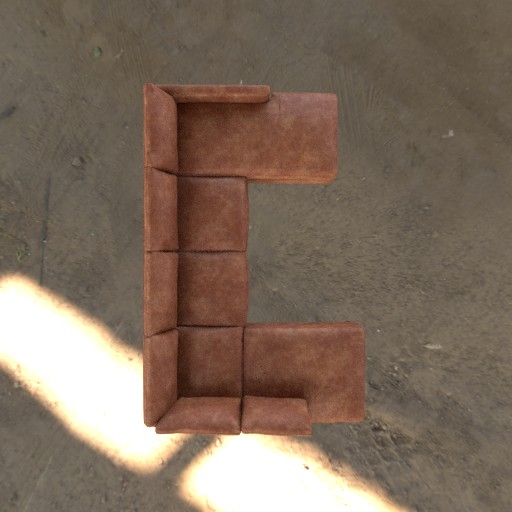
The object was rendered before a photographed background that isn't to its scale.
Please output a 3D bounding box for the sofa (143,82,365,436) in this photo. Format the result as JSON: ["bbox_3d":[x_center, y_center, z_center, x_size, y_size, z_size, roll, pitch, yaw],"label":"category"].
[{"bbox_3d":[0.000,0.000,3.982,1.939,0.900,2.956,0,90,0],"label":"sofa"}]
